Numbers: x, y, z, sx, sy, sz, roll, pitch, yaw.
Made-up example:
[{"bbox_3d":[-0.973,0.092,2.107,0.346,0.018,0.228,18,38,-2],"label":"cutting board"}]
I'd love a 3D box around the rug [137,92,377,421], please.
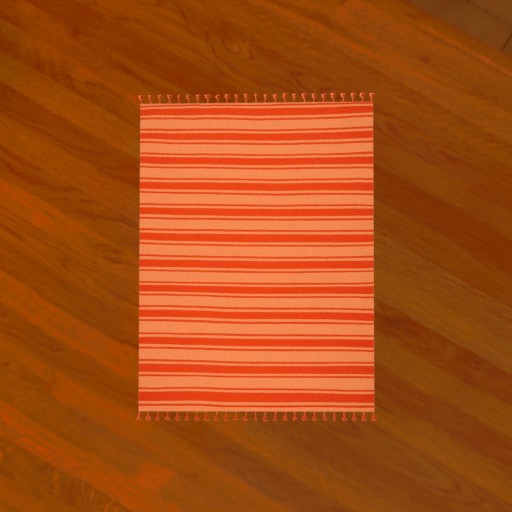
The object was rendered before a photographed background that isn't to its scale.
[{"bbox_3d":[0.000,0.000,4.560,2.451,0.035,3.369,0,89,1],"label":"rug"}]
